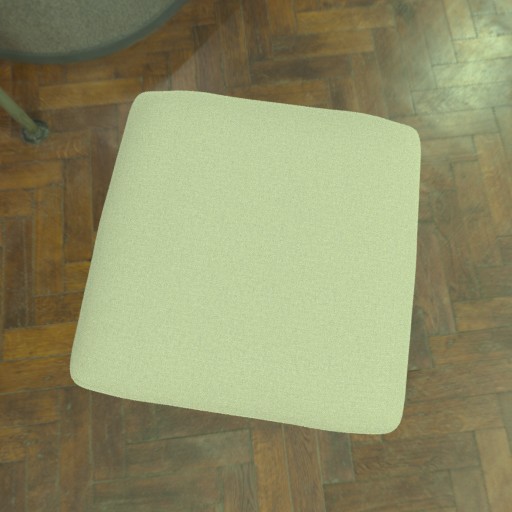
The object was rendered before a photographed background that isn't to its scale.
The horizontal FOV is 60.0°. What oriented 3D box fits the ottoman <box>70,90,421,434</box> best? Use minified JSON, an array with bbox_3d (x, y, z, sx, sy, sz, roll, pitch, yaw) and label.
[{"bbox_3d":[0.000,0.000,1.476,0.977,0.467,0.996,8,77,2],"label":"ottoman"}]
